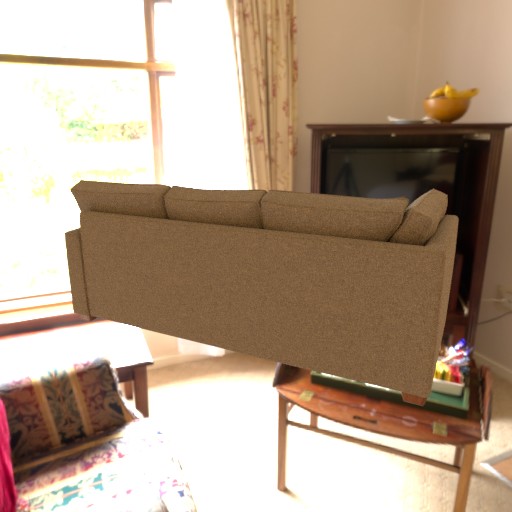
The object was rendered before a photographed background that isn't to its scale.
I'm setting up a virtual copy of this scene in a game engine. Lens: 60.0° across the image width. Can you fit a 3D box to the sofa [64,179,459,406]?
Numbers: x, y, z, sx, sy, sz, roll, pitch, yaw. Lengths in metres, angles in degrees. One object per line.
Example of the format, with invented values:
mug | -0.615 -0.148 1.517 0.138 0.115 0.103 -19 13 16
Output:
sofa | 0.000 0.000 2.881 2.317 0.962 1.061 8 17 26
